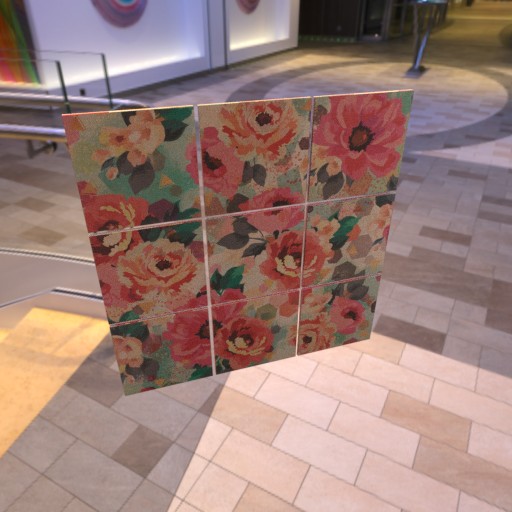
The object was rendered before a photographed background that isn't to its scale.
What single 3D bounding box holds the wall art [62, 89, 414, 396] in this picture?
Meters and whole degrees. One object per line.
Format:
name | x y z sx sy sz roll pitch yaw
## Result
wall art | 0.000 0.000 1.346 0.911 0.910 0.012 -9 33 -15
